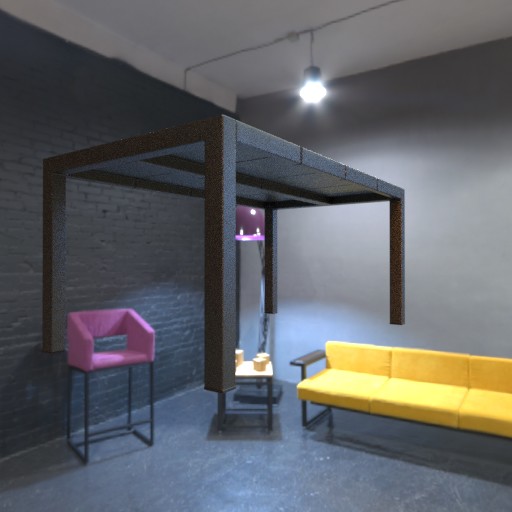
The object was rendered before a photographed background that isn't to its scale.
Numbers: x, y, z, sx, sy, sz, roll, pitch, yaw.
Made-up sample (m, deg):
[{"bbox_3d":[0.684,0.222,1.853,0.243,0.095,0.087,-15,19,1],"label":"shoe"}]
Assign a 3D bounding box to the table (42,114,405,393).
[{"bbox_3d":[0.000,0.000,1.281,0.559,0.460,0.965,0,0,36],"label":"table"}]
